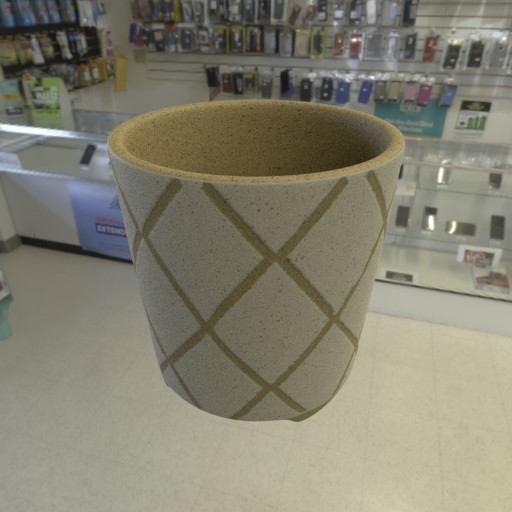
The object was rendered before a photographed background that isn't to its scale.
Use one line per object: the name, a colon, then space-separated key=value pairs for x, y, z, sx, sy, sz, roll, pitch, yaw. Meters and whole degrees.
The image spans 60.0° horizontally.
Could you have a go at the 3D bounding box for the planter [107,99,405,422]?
planter: x=0.000 y=0.000 z=0.411 sx=0.228 sy=0.235 sz=0.228 roll=0 pitch=31 yaw=0
